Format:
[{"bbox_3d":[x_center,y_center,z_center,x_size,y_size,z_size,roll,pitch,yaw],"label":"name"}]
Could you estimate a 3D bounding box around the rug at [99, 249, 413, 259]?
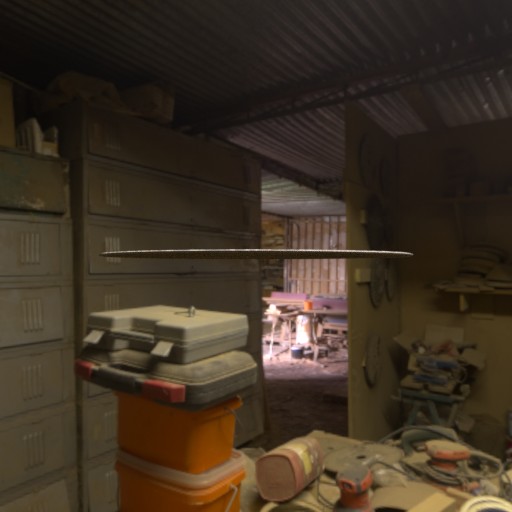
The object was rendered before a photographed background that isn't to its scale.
[{"bbox_3d":[0.000,0.000,2.380,1.593,0.012,1.593,0,-1,0],"label":"rug"}]
